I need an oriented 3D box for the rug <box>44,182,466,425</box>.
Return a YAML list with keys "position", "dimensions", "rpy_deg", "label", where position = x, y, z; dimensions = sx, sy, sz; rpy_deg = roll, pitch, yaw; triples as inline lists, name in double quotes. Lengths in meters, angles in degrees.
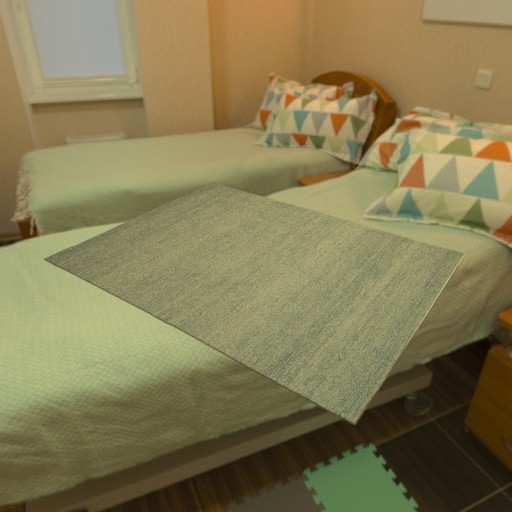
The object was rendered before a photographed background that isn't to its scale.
- position: [0.000, 0.000, 4.243]
  dimensions: [3.237, 0.046, 2.461]
  rpy_deg: [20, 36, 31]
  label: "rug"
